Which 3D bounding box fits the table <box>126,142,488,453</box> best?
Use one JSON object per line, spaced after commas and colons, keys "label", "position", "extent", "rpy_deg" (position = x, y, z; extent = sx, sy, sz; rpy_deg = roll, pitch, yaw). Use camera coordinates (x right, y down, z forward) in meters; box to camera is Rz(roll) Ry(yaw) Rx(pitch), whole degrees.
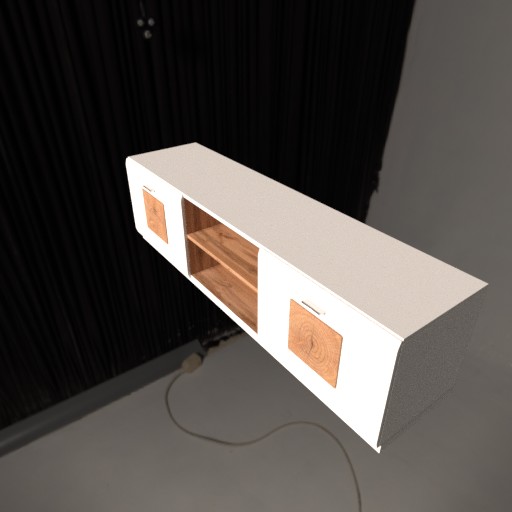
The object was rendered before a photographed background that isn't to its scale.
{"label": "table", "position": [0.000, 0.000, 1.731], "extent": [0.400, 0.440, 1.550], "rpy_deg": [-21, 38, -31]}
